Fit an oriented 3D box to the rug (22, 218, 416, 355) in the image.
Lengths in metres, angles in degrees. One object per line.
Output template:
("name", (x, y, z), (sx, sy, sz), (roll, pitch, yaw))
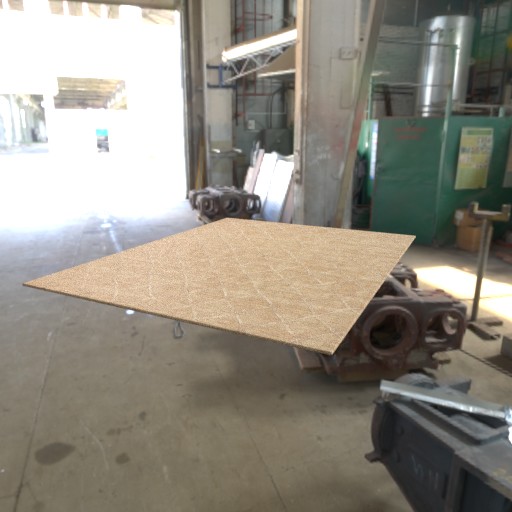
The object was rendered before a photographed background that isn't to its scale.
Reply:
("rug", (0.000, 0.000, 4.123), (2.420, 0.019, 3.039), (8, 17, 26))
